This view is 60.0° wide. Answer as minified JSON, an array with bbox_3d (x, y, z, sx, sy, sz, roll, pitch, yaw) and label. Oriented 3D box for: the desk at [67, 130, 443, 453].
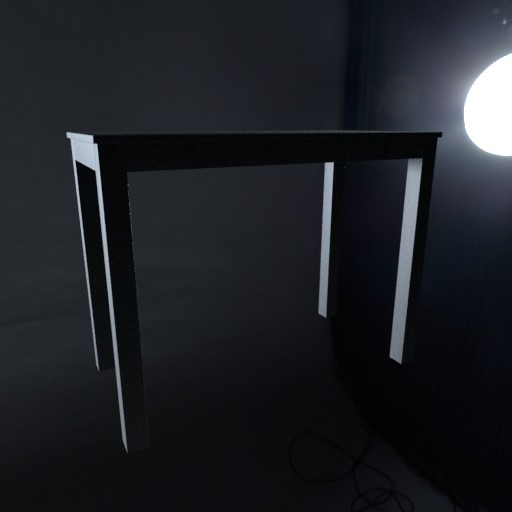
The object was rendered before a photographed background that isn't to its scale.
[{"bbox_3d":[0.000,0.000,1.415,0.991,0.762,0.499,-8,18,-27],"label":"desk"}]
